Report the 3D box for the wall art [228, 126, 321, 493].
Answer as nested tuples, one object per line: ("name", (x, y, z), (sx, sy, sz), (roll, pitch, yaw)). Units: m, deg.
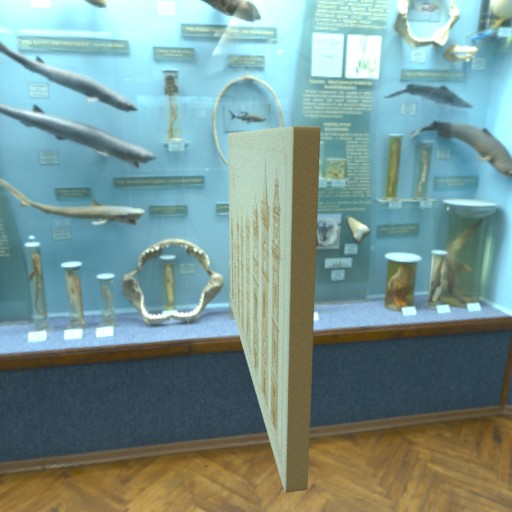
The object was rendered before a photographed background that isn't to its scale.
("wall art", (0.000, 0.000, 0.468), (0.019, 0.254, 0.380), (-2, 15, -9))
